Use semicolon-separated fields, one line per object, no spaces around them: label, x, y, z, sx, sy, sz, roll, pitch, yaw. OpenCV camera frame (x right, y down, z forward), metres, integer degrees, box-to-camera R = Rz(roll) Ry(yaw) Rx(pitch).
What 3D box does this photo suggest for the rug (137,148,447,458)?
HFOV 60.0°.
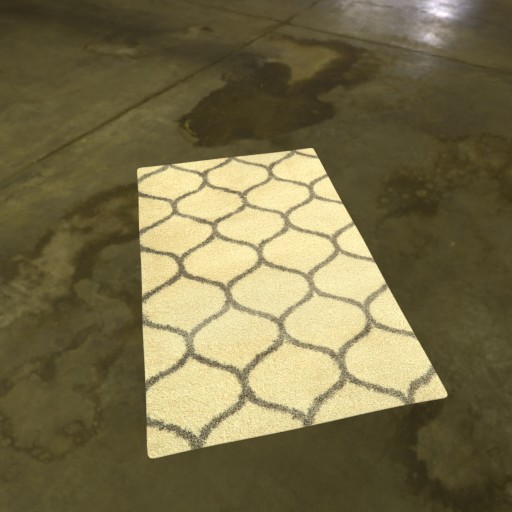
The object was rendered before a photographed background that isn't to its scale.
rug;0.000;0.000;2.937;1.501;0.024;2.348;-8;46;-8
